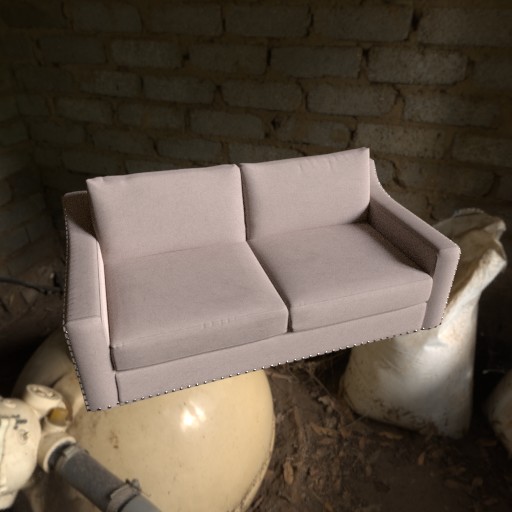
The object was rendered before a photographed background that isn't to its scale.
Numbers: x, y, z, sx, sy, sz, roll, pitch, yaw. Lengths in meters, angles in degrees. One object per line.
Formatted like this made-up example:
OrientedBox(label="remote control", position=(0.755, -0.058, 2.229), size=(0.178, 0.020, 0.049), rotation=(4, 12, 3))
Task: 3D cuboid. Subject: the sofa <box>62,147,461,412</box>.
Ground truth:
OrientedBox(label="sofa", position=(0.000, 0.000, 2.498), size=(1.967, 0.901, 1.030), rotation=(-10, 33, -16))
